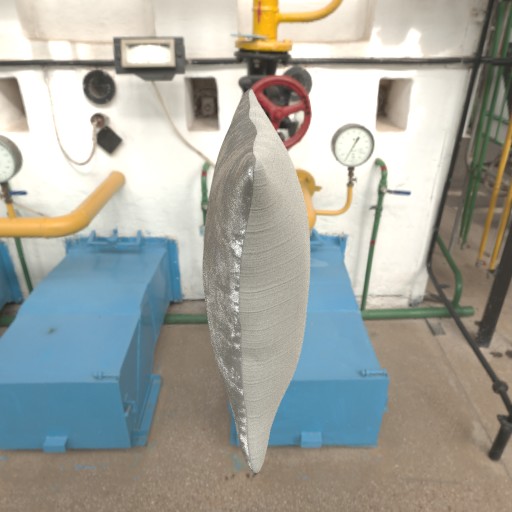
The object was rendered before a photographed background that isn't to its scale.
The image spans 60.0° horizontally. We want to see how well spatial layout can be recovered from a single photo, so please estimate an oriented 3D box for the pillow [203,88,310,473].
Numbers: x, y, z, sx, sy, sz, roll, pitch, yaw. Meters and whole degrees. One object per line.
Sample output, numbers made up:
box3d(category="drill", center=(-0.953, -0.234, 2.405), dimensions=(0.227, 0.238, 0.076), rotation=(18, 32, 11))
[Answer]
box3d(category="pillow", center=(0.000, 0.000, 0.735), dimensions=(0.175, 0.464, 0.470), rotation=(0, 28, 0))
